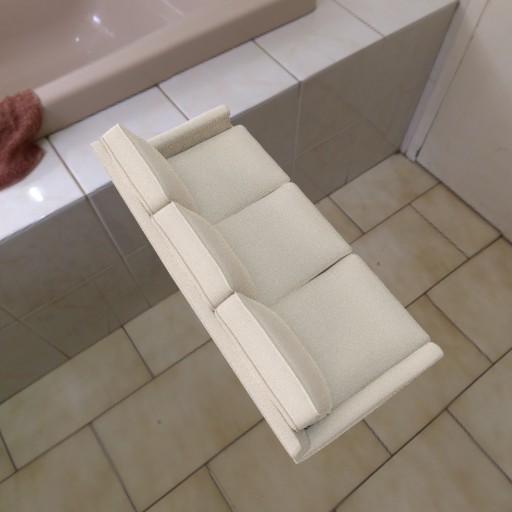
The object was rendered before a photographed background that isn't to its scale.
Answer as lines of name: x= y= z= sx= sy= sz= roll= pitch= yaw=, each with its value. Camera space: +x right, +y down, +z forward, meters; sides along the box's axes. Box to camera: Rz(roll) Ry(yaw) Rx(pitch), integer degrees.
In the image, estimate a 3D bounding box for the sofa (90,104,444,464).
sofa: x=0.000 y=0.000 z=2.787 sx=1.084 sy=1.003 sz=2.246 roll=-30 pitch=66 yaw=-15
